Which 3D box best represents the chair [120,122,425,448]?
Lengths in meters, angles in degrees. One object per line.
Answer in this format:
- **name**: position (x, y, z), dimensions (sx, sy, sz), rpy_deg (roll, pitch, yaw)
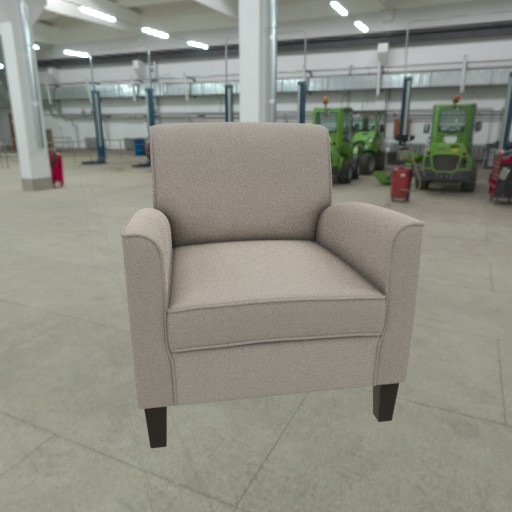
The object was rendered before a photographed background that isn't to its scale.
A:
- **chair**: position (0.000, 0.000, 1.571), dimensions (0.820, 0.915, 0.820), rpy_deg (-3, 17, -9)
